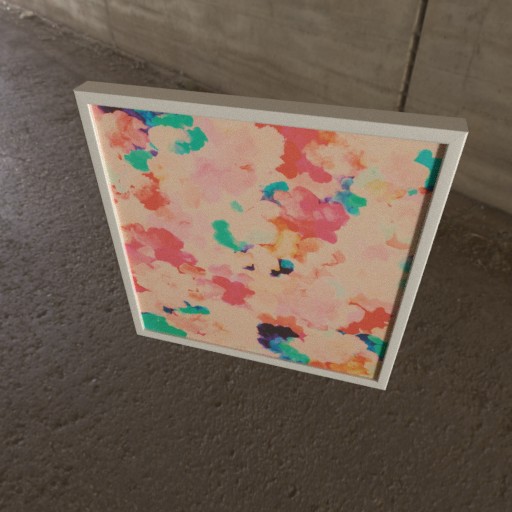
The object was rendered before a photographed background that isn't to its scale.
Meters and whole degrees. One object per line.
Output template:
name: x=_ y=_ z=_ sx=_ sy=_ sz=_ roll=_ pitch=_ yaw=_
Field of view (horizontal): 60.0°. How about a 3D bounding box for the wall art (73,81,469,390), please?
wall art: x=0.000 y=0.000 z=0.725 sx=0.506 sy=0.505 sz=0.038 roll=10 pitch=41 yaw=12
